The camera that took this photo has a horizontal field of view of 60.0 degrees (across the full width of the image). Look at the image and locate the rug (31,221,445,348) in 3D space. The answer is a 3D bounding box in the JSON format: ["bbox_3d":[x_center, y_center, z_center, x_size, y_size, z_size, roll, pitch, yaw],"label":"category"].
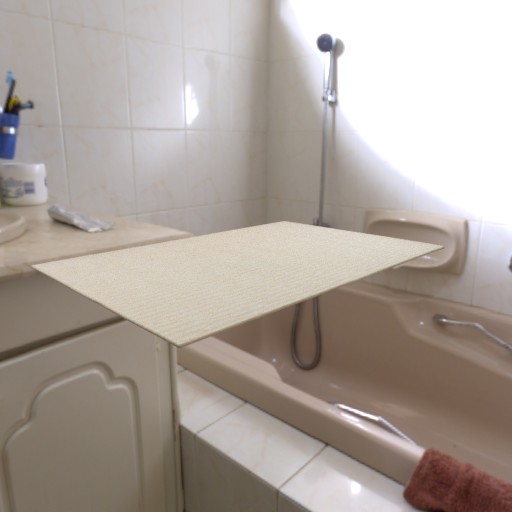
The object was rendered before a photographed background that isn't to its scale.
[{"bbox_3d":[0.000,0.000,2.337,1.848,0.014,1.238,-14,19,-43],"label":"rug"}]
